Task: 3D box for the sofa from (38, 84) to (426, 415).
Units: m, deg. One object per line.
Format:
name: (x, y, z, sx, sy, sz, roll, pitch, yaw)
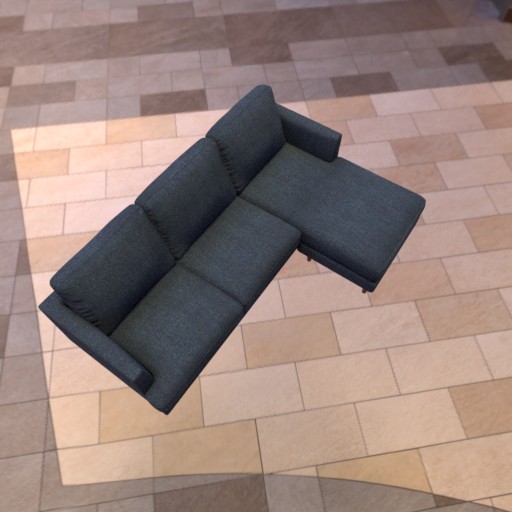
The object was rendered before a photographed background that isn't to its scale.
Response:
sofa: (0.000, 0.000, 2.949, 1.504, 0.956, 2.233, 31, 63, 17)
